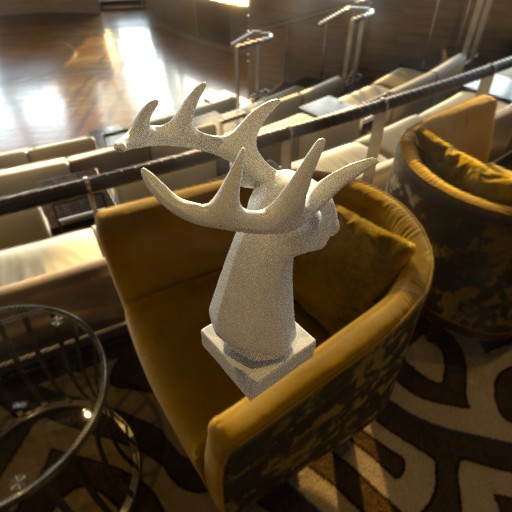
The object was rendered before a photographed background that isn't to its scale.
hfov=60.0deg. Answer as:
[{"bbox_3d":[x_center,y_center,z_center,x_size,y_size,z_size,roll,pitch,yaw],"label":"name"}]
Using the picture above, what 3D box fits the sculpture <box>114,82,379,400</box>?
[{"bbox_3d":[0.000,0.000,0.456,0.224,0.329,0.174,-28,49,-27],"label":"sculpture"}]
